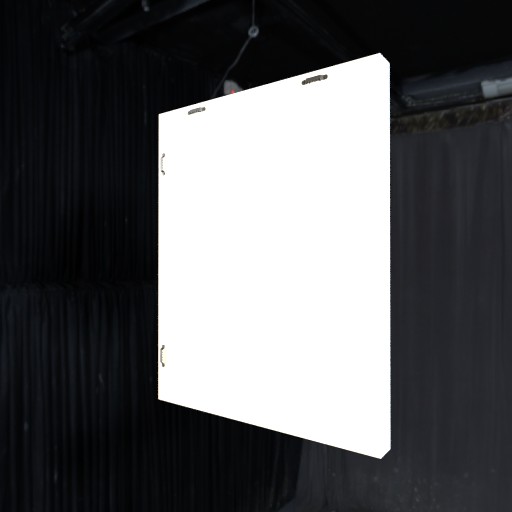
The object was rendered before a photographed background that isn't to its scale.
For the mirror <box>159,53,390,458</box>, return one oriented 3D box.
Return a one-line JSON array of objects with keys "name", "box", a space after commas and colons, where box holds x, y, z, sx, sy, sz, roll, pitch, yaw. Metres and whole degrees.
[{"name": "mirror", "box": [0.000, 0.000, 0.686, 0.406, 0.509, 0.041, 0, -1, 36]}]
